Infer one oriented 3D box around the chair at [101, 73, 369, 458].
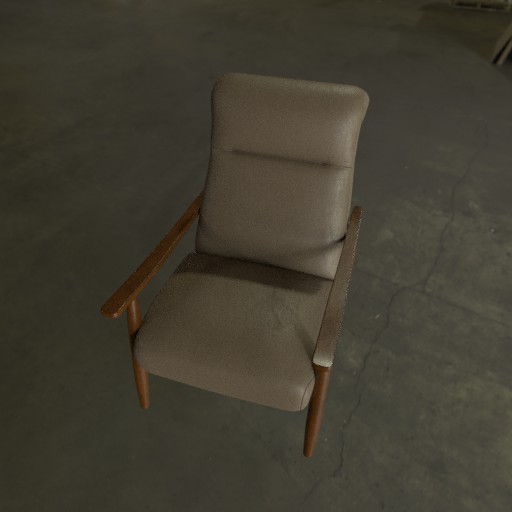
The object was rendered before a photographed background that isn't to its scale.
[{"bbox_3d":[0.000,0.000,1.775,0.762,1.082,1.014,11,42,13],"label":"chair"}]
